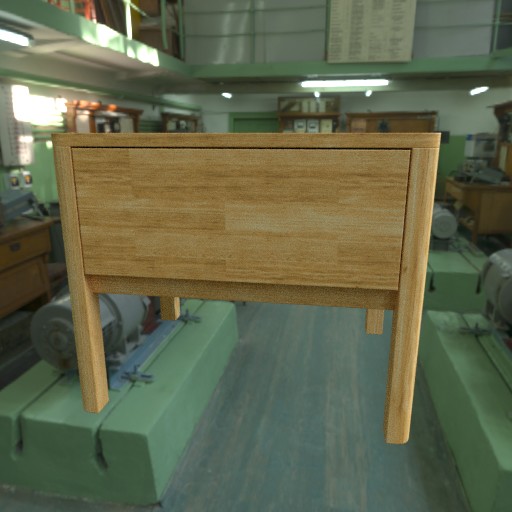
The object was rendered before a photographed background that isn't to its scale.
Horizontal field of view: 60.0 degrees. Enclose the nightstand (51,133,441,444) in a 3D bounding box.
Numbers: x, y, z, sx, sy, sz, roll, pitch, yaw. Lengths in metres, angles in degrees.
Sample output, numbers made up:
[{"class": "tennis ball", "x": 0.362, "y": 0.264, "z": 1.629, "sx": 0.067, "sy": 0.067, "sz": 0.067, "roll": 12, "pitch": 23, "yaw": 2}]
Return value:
[{"class": "nightstand", "x": 0.000, "y": 0.000, "z": 0.881, "sx": 0.560, "sy": 0.470, "sz": 0.440, "roll": 2, "pitch": 16, "yaw": 9}]
